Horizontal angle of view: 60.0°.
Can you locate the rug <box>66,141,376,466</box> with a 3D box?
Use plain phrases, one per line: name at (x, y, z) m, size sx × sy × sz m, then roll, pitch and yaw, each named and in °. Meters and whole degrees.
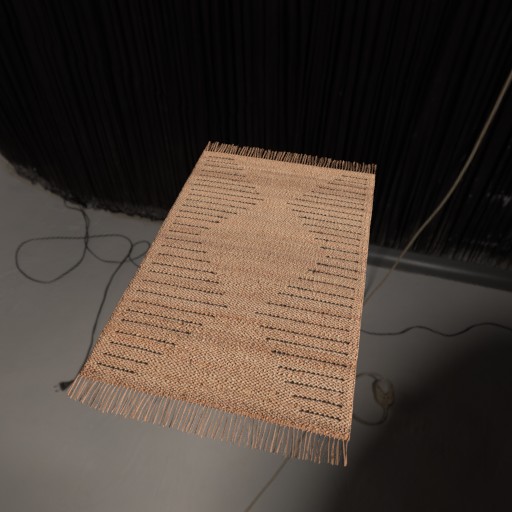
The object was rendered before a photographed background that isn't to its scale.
rug at (0.000, 0.000, 2.503) m, size 1.224 × 0.027 × 2.085 m, roll 10°, pitch 48°, yaw 9°
